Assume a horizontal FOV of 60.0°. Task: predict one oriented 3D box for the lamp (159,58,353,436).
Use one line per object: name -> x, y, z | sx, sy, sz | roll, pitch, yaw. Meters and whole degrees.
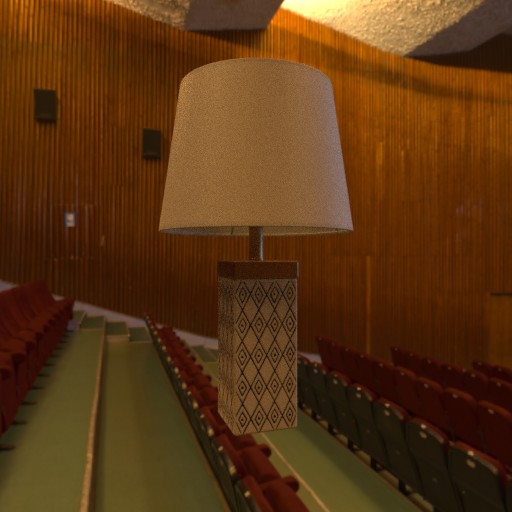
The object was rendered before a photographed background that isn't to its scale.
lamp -> 0.000, 0.000, 0.586 | 0.251, 0.435, 0.251 | 0, 0, 0
